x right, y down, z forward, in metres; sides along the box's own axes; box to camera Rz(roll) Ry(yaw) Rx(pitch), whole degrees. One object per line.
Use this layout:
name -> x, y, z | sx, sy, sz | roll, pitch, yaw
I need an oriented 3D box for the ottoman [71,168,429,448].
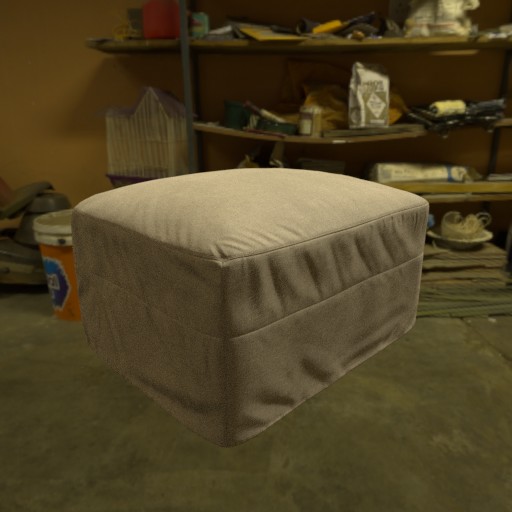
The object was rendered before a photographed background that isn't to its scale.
ottoman -> 0.000, 0.000, 1.281 | 0.837, 0.481, 0.683 | -17, 24, -42
